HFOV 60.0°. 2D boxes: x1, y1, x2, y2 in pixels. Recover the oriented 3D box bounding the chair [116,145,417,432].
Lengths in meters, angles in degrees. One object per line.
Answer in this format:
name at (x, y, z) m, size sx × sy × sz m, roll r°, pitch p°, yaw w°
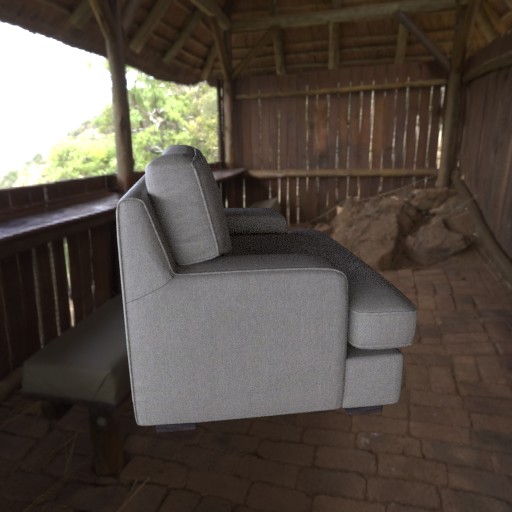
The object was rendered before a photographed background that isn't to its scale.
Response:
chair at (0.000, 0.000, 2.054) m, size 1.043 × 0.974 × 1.270 m, roll -2°, pitch 16°, yaw -8°
